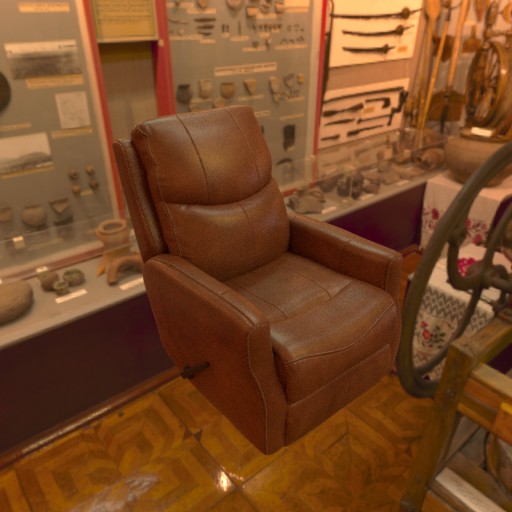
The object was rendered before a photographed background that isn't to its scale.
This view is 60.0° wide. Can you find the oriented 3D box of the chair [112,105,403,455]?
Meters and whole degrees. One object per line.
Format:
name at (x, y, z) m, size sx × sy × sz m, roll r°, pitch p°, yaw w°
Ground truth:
chair at (0.000, 0.000, 1.794) m, size 0.821 × 1.016 × 1.072 m, roll -21°, pitch 36°, yaw -32°
